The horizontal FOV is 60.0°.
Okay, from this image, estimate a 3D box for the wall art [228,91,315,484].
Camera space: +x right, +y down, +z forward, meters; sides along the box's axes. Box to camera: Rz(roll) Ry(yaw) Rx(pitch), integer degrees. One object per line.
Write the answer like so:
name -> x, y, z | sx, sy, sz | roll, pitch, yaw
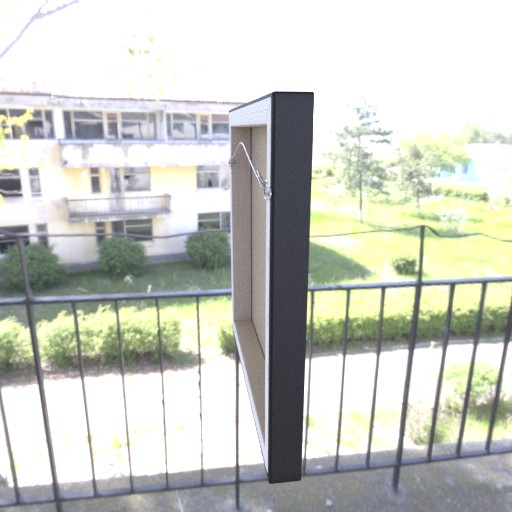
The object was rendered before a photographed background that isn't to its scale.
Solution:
wall art -> 0.000, 0.000, 0.623 | 0.041, 0.407, 0.406 | -2, 16, -8
